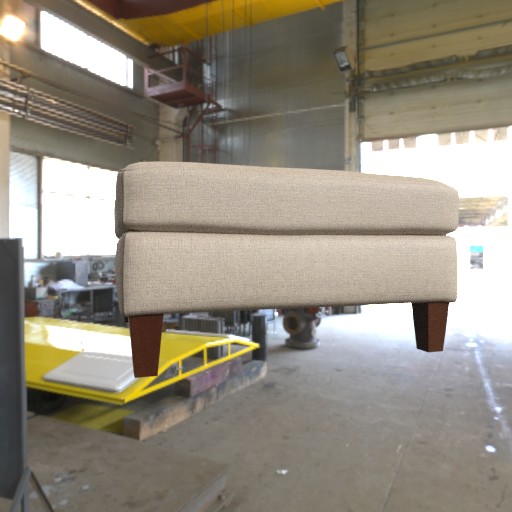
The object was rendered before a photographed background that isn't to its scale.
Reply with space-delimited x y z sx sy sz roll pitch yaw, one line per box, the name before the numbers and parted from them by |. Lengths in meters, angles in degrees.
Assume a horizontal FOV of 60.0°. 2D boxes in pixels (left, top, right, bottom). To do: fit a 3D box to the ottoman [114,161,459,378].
ottoman | 0.000 0.000 1.378 0.838 0.481 0.838 0 1 -18
